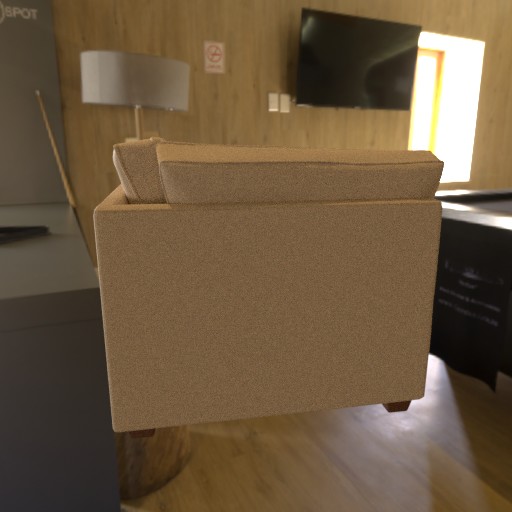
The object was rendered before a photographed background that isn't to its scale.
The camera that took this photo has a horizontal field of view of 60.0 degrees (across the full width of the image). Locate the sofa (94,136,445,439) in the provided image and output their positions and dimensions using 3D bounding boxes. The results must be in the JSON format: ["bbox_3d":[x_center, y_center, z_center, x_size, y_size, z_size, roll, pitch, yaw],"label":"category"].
[{"bbox_3d":[0.000,0.000,1.816,1.050,0.937,1.042,-2,14,-9],"label":"sofa"}]
